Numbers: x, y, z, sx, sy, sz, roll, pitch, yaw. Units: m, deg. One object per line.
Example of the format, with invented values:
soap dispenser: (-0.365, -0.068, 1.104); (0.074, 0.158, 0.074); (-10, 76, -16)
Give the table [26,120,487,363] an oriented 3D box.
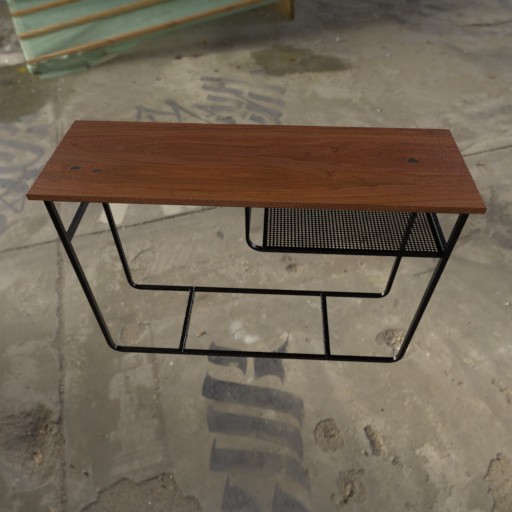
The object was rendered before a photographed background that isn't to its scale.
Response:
table: (0.000, 0.000, 1.447); (1.100, 0.750, 0.350); (2, 47, 2)
